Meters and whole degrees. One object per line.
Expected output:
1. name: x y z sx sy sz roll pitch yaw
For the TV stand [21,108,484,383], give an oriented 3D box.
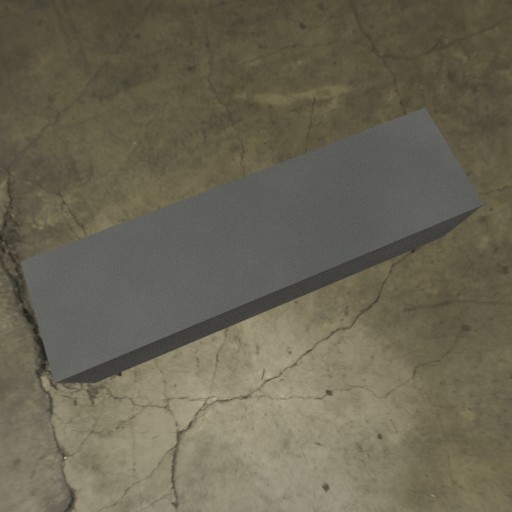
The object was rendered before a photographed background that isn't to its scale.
1. TV stand: 0.000 0.000 1.646 1.400 0.560 0.400 -22 75 -6
